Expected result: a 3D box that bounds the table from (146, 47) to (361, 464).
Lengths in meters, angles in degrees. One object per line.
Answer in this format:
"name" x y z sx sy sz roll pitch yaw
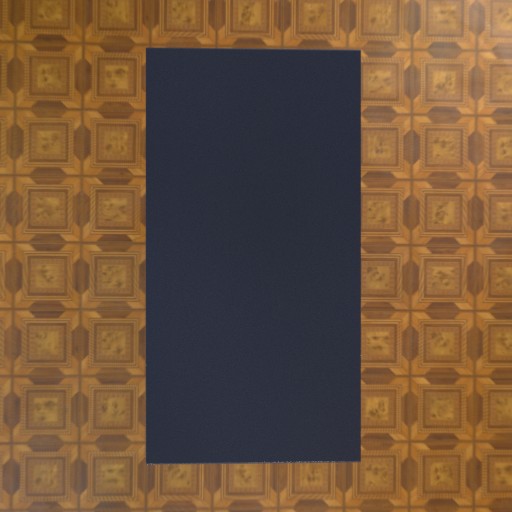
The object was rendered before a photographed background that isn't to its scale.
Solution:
"table" 0.000 0.000 1.361 0.572 0.457 1.067 0 90 -1
